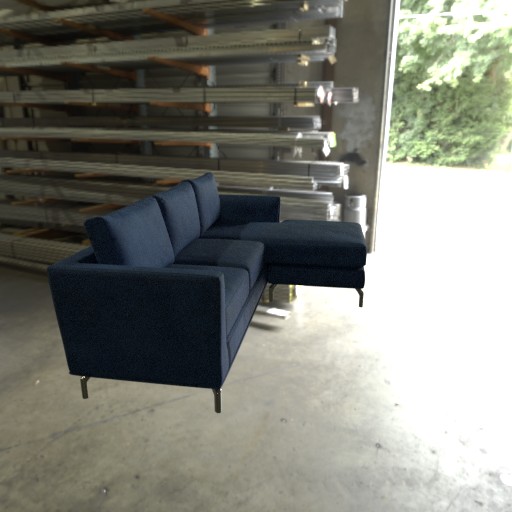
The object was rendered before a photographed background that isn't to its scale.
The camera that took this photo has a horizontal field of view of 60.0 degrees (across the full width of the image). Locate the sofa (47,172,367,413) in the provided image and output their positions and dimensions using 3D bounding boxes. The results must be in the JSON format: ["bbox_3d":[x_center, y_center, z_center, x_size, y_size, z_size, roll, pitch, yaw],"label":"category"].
[{"bbox_3d":[0.000,0.000,3.189,1.622,0.987,2.438,3,17,9],"label":"sofa"}]
